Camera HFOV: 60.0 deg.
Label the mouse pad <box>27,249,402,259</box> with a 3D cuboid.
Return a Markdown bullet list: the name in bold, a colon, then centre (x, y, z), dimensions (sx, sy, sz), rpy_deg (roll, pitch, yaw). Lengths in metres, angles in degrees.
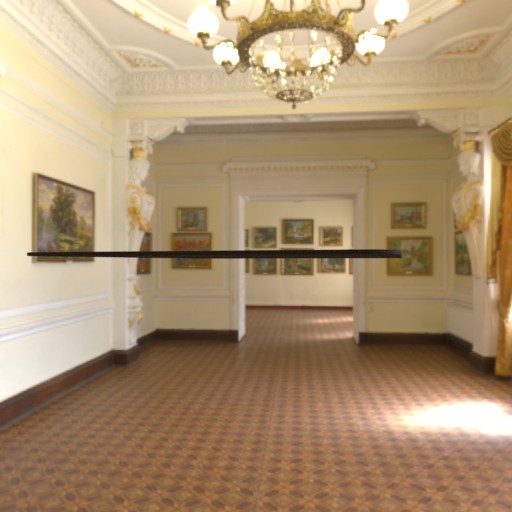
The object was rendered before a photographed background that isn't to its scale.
- **mouse pad**: centre (0.000, 0.000, 0.338), dimensions (0.211, 0.002, 0.249), rpy_deg (0, -1, 18)
